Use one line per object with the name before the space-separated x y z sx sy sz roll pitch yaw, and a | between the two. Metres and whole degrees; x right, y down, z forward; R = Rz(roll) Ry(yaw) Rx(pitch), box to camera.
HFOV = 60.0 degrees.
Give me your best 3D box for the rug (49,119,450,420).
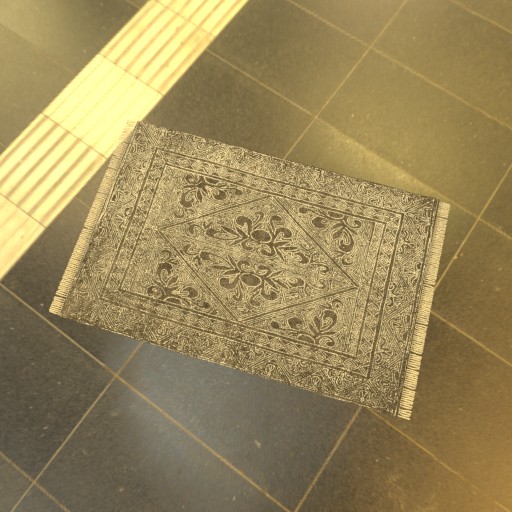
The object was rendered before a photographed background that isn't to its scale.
rug | 0.000 0.000 3.048 2.440 0.010 1.529 16 76 4
